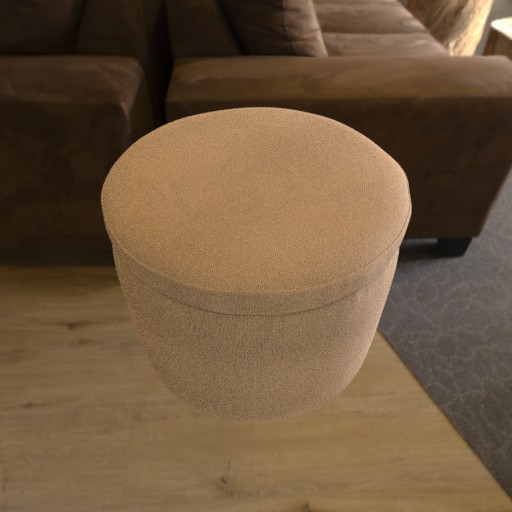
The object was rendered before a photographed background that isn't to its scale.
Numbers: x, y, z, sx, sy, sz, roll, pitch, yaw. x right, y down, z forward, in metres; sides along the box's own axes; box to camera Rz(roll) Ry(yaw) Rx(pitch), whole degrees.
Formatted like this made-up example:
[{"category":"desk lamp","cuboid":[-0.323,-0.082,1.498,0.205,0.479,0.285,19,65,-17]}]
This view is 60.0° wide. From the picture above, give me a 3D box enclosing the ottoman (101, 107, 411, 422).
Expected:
[{"category":"ottoman","cuboid":[0.000,0.000,0.840,0.497,0.409,0.497,0,45,0]}]
